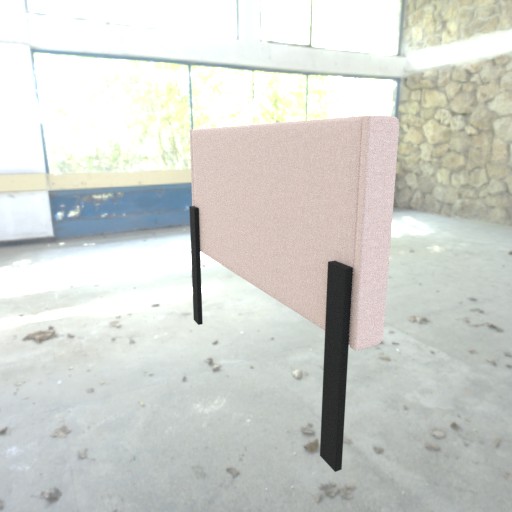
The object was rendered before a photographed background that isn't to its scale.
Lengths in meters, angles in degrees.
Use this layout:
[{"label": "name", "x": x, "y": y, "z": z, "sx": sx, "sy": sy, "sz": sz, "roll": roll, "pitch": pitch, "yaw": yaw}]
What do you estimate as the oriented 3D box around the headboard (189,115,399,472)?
[{"label": "headboard", "x": 0.000, "y": 0.000, "z": 2.682, "sx": 0.184, "sy": 1.524, "sz": 2.051, "roll": -7, "pitch": 16, "yaw": -26}]
